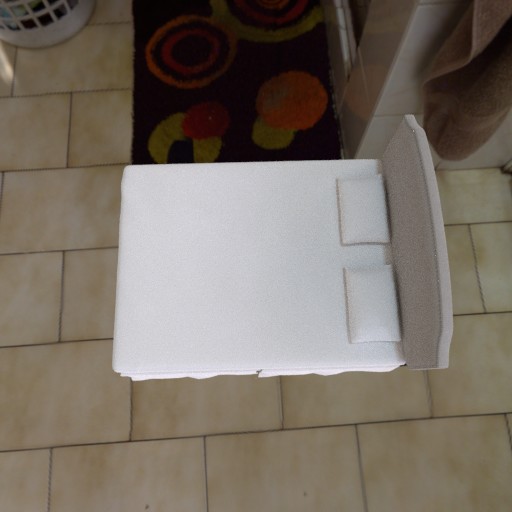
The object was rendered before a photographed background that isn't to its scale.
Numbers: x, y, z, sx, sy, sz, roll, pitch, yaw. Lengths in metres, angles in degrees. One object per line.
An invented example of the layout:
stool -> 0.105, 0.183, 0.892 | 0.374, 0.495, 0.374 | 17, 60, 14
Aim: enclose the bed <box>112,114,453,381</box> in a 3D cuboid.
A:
bed -> 0.000, 0.000, 2.955 | 1.999, 1.270, 1.558 | -1, 75, 0
